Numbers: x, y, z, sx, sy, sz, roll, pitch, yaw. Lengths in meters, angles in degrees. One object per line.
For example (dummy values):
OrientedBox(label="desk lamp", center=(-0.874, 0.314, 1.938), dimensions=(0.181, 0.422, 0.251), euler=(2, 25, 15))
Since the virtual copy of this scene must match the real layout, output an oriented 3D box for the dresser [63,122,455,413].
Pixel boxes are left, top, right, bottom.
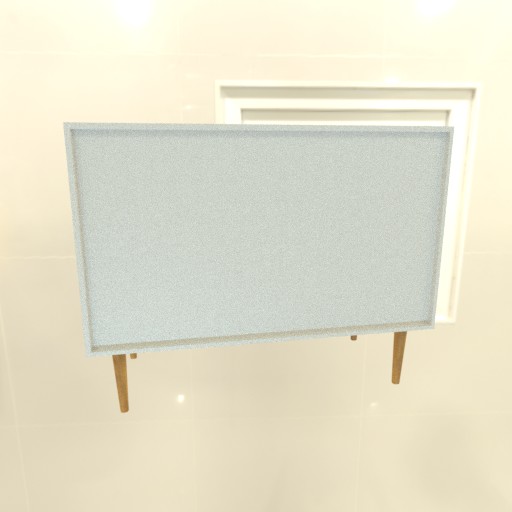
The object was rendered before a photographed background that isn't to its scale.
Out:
OrientedBox(label="dresser", center=(0.000, 0.000, 1.307), dimensions=(0.905, 0.721, 0.457), euler=(-3, 14, -10))
